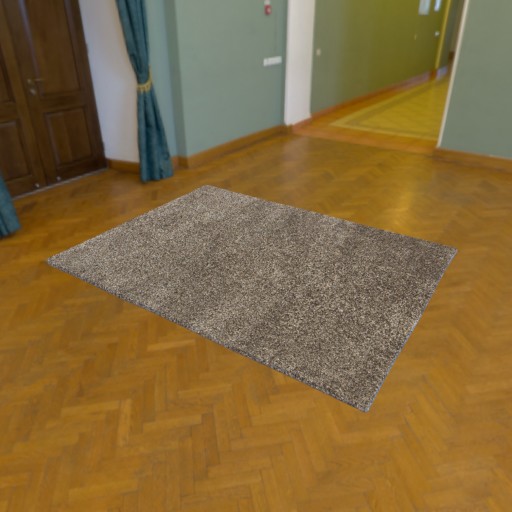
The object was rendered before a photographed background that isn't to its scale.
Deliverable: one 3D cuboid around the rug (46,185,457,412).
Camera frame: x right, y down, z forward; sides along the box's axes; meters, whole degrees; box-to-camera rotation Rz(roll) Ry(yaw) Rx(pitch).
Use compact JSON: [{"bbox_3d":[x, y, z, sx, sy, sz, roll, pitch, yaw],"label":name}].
[{"bbox_3d":[0.000,0.000,2.148,1.601,0.025,1.198,18,34,29],"label":"rug"}]
